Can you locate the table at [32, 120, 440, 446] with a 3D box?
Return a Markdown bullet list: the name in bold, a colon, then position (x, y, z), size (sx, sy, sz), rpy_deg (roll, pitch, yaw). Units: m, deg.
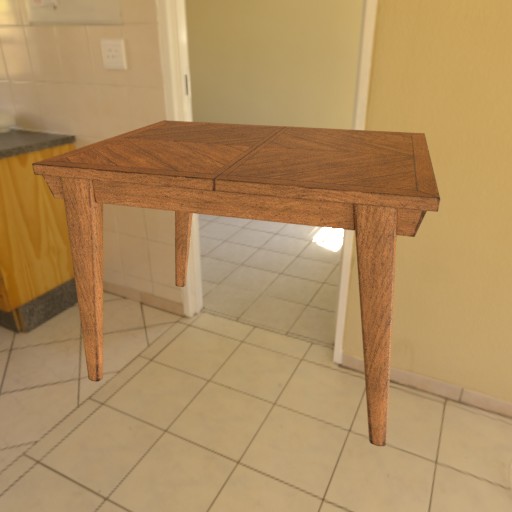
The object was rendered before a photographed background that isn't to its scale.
- **table**: position (0.000, 0.000, 1.547), size (1.027, 0.760, 0.757), rpy_deg (7, 27, 15)
